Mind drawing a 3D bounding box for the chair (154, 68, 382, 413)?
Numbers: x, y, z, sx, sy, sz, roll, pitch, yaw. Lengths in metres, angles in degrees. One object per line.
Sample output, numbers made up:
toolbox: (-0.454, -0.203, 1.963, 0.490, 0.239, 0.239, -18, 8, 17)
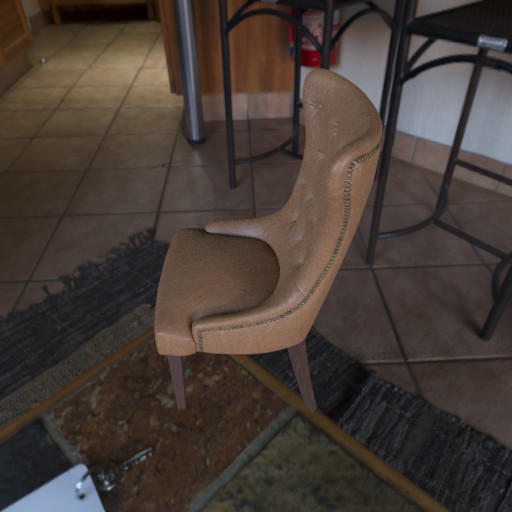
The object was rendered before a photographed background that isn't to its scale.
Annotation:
chair: (0.000, 0.000, 1.506, 0.669, 1.065, 0.611, 0, 40, 0)
